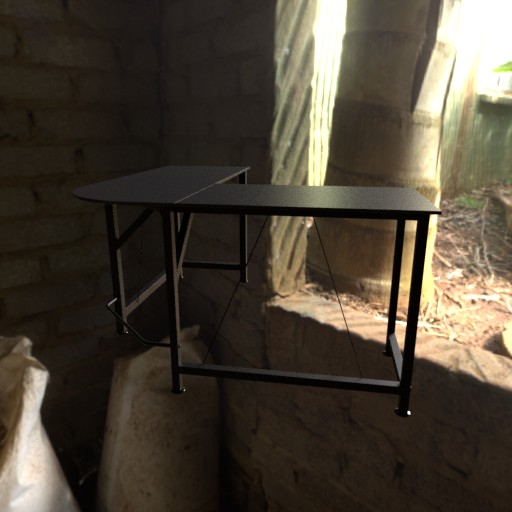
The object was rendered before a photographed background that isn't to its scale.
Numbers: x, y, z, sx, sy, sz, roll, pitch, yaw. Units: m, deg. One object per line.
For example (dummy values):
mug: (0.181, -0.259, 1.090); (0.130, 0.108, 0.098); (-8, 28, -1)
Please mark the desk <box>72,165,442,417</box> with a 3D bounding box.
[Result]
desk: (0.000, 0.000, 2.243); (1.400, 0.762, 1.400); (3, 17, 9)
